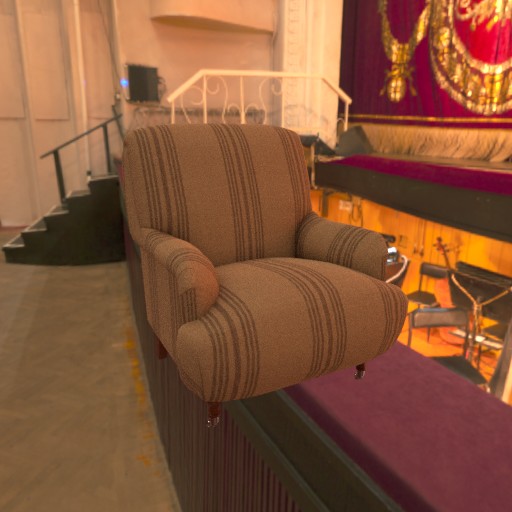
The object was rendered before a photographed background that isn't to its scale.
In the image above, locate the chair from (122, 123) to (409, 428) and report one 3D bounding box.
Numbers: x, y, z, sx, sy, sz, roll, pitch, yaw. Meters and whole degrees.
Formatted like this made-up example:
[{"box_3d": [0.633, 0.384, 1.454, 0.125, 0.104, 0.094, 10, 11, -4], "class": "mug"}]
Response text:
[{"box_3d": [0.000, 0.000, 1.633, 0.813, 0.940, 0.914, -8, 18, -27], "class": "chair"}]
